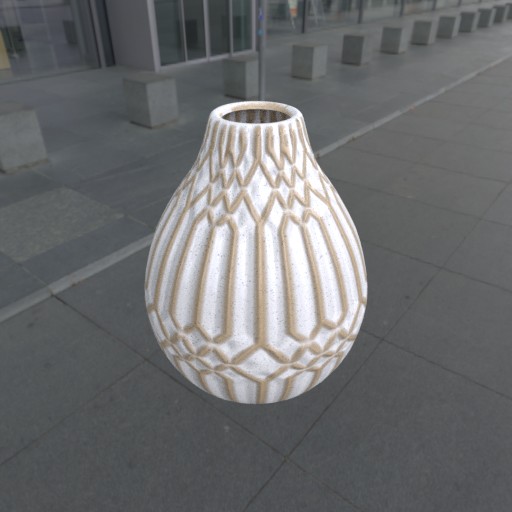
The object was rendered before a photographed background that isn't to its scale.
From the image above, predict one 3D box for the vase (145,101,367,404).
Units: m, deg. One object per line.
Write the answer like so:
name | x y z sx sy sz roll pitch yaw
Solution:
vase | 0.000 0.000 0.312 0.159 0.200 0.159 0 33 0
